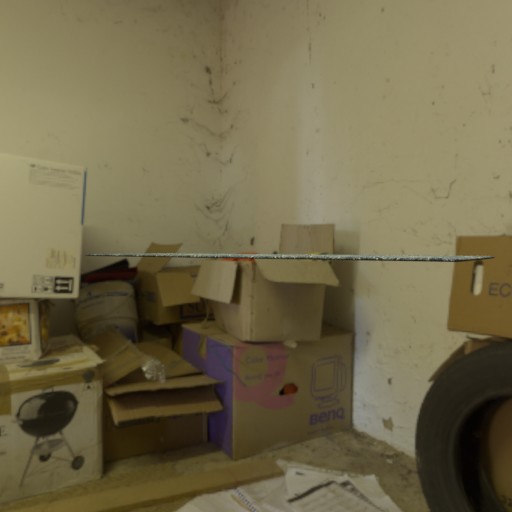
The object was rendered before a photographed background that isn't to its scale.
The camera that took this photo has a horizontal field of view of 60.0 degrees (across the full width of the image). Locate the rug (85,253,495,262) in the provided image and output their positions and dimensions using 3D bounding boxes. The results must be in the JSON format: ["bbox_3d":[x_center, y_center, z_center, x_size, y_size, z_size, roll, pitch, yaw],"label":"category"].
[{"bbox_3d":[0.000,0.000,2.502,2.306,0.013,0.719,1,1,37],"label":"rug"}]
